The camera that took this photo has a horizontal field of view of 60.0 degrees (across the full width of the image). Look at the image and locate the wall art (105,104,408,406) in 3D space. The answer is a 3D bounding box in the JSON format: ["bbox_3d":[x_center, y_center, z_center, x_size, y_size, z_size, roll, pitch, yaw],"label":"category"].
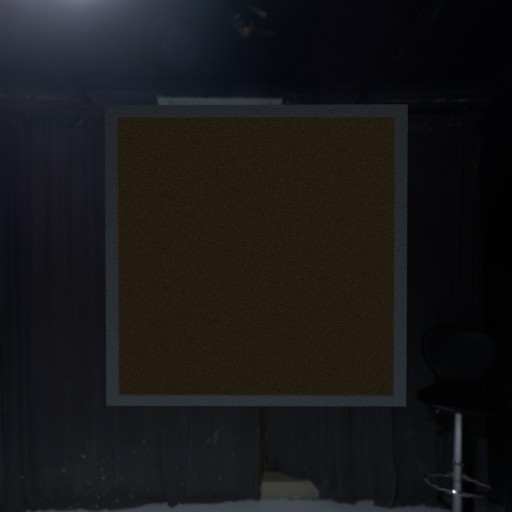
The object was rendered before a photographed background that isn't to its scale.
[{"bbox_3d":[0.000,0.000,0.763,0.506,0.506,0.038,0,1,0],"label":"wall art"}]
